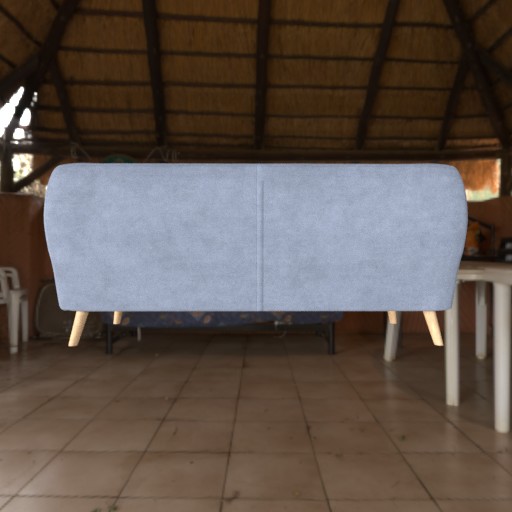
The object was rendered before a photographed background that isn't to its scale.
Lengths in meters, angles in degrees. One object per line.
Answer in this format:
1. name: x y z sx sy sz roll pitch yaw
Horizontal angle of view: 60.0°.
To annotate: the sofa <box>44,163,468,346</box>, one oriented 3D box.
1. sofa: 0.000 0.000 2.376 1.970 0.830 0.830 0 0 -1
